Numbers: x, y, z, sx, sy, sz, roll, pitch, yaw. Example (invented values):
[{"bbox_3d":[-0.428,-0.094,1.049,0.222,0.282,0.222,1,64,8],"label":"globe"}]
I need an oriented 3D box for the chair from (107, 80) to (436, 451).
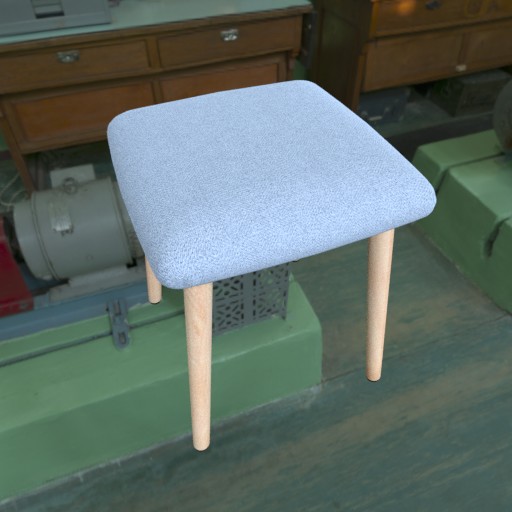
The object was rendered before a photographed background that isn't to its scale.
[{"bbox_3d":[0.000,0.000,0.700,0.350,0.440,0.350,-16,47,-16],"label":"chair"}]
